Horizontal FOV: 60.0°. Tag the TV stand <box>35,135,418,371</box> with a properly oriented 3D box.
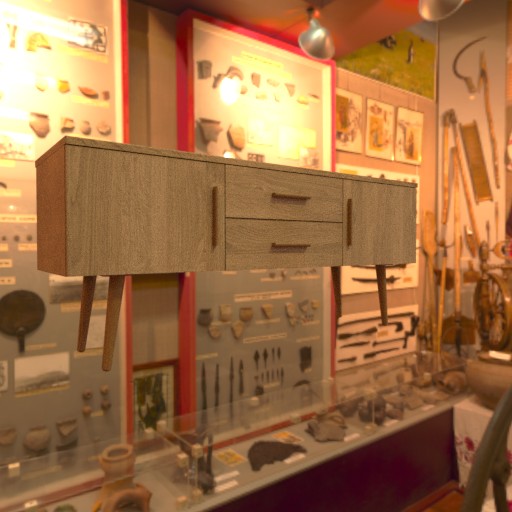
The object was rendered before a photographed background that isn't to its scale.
[{"bbox_3d":[0.000,0.000,1.528,1.313,0.565,0.401,-1,2,-36],"label":"TV stand"}]
